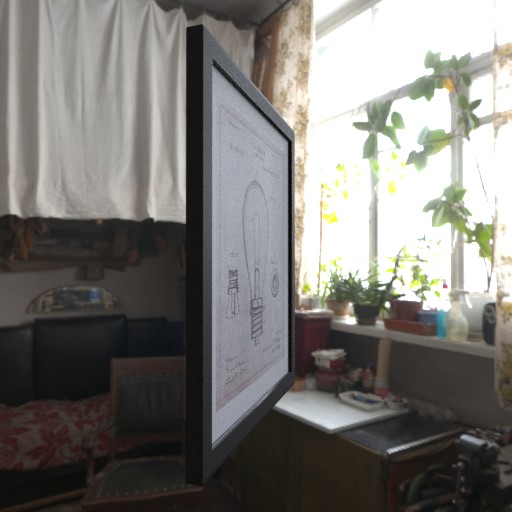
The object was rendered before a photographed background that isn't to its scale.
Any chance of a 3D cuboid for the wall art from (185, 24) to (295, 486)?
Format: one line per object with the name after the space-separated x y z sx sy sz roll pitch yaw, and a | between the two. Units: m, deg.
0.000 0.000 0.695 0.021 0.509 0.430 0 -1 19 | wall art
